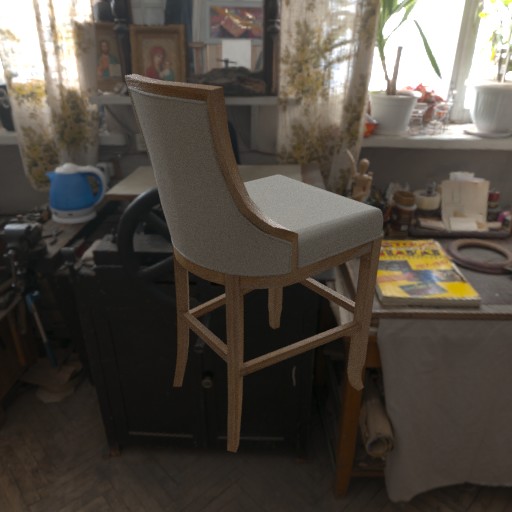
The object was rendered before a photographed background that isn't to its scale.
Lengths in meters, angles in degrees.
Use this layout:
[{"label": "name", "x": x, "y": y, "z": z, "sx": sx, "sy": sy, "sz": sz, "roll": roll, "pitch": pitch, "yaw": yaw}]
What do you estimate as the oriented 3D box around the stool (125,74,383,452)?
[{"label": "stool", "x": 0.000, "y": 0.000, "z": 1.446, "sx": 0.626, "sy": 1.101, "sz": 0.524, "roll": -19, "pitch": 32, "yaw": -33}]
